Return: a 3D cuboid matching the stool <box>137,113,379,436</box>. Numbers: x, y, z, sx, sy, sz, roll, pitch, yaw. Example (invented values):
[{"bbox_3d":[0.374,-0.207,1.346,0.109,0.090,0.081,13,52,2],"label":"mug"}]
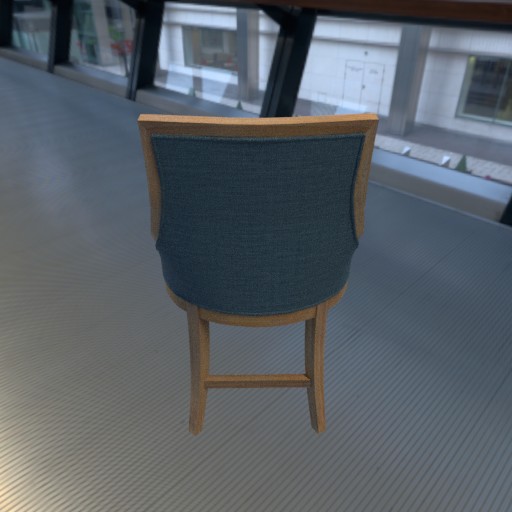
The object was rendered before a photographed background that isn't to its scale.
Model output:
[{"bbox_3d":[0.000,0.000,1.281,0.524,0.938,0.626,-1,32,-1],"label":"stool"}]
